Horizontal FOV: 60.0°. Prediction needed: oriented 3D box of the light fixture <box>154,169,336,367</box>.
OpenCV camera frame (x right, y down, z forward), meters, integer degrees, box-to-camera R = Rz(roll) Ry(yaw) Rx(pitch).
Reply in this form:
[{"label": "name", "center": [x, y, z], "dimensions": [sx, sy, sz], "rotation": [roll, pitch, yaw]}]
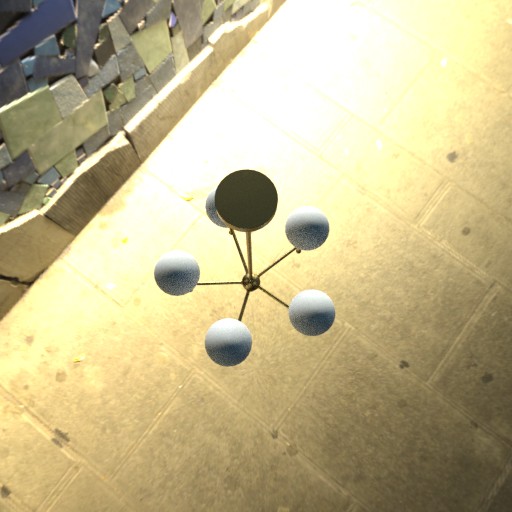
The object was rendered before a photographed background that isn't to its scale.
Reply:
[{"label": "light fixture", "center": [0.000, 0.000, 1.771], "dimensions": [0.785, 1.331, 0.815], "rotation": [-37, 79, -9]}]
